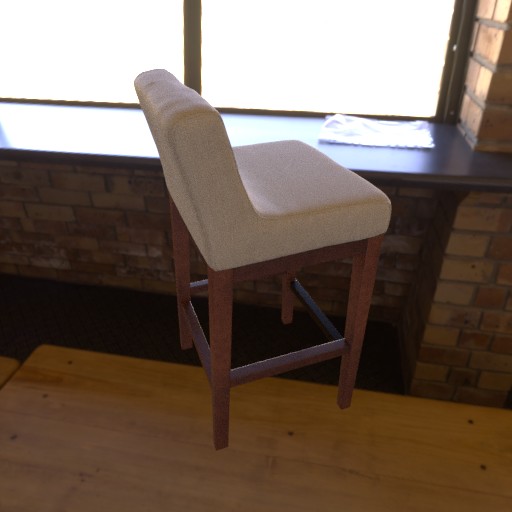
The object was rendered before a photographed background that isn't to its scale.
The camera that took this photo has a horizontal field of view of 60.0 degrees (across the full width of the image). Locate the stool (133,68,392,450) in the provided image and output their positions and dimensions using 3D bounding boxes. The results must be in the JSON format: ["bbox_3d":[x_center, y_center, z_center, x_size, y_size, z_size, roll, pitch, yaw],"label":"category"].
[{"bbox_3d":[0.000,0.000,1.237,0.500,0.937,0.511,-11,33,-17],"label":"stool"}]
